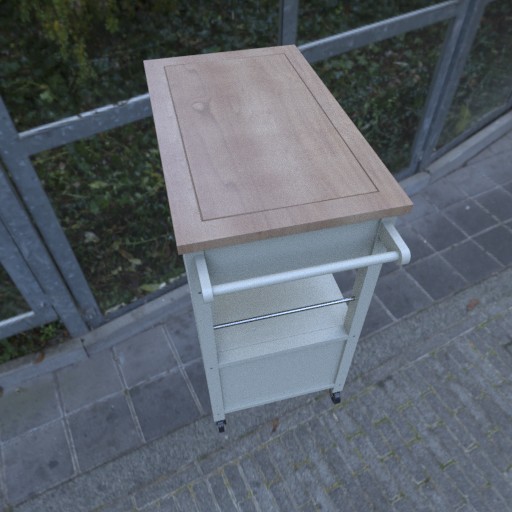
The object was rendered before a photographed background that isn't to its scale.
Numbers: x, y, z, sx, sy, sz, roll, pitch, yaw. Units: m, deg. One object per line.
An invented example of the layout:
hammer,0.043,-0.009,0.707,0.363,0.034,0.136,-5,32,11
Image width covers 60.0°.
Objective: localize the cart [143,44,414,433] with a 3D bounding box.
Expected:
cart,0.000,0.000,1.371,0.459,0.901,0.840,-10,48,-9
